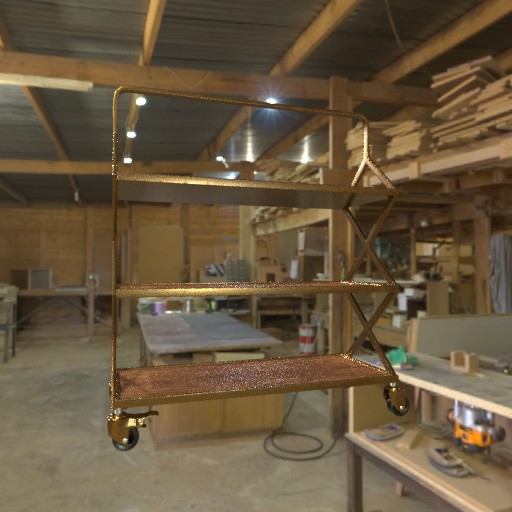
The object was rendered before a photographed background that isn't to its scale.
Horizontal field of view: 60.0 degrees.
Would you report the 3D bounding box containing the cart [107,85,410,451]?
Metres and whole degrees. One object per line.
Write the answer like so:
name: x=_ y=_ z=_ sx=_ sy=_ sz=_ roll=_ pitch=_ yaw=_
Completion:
cart: x=0.000 y=0.000 z=1.148 sx=0.723 sy=0.805 sz=0.313 roll=0 pitch=-1 yaw=-18
